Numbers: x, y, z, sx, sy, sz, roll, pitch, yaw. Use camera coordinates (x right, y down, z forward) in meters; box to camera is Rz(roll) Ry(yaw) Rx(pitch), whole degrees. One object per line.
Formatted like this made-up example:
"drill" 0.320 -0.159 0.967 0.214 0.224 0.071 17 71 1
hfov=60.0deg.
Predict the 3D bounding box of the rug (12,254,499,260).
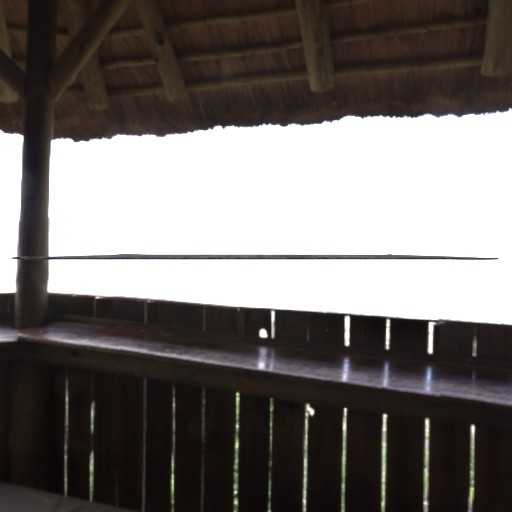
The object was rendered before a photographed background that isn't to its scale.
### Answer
"rug" 0.000 0.000 4.131 3.228 0.024 2.443 0 1 0
